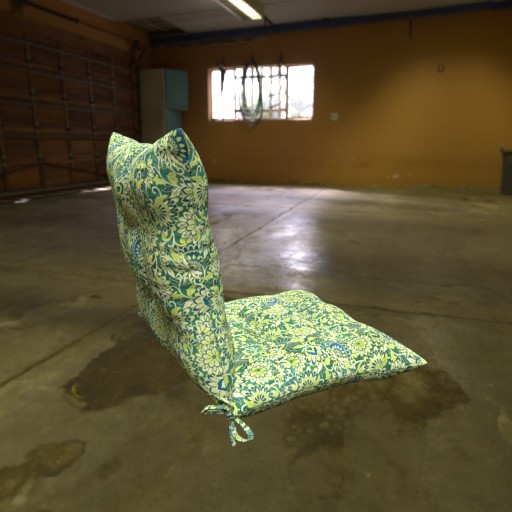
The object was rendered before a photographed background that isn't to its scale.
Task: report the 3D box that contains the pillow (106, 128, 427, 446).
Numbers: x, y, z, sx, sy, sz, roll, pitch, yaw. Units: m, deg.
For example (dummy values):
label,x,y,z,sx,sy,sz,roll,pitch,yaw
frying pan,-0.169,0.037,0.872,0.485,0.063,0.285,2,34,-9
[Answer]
label,x,y,z,sx,sy,sz,roll,pitch,yaw
pillow,0.000,0.000,0.989,0.585,0.536,0.541,-7,16,-26
